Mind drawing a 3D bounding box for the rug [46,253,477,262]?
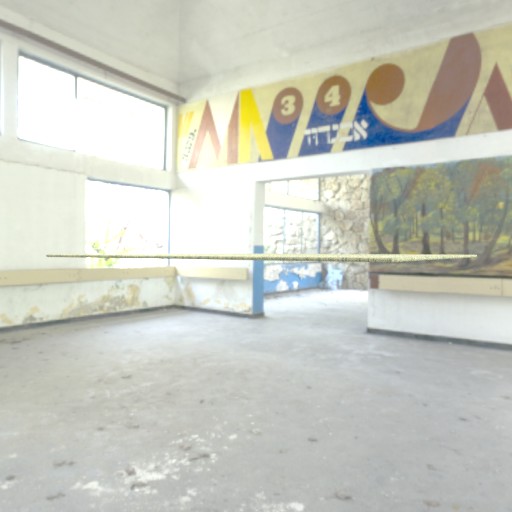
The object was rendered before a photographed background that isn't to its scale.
[{"bbox_3d":[0.000,0.000,2.272,1.846,0.014,1.243,1,1,36],"label":"rug"}]
